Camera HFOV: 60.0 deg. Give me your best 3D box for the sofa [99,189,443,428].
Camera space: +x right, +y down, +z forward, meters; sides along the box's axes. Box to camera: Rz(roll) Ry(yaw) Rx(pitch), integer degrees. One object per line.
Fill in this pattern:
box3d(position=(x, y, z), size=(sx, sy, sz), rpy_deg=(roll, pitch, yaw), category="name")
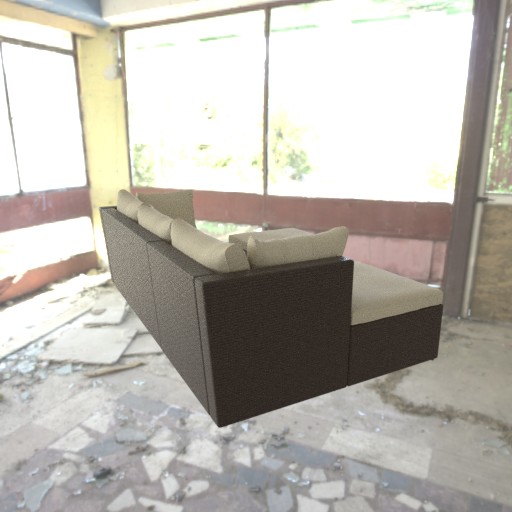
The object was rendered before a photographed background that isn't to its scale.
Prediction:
box3d(position=(0.000, 0.000, 2.950), size=(1.612, 0.766, 2.192), rpy_deg=(-8, 16, -27), category="sofa")
